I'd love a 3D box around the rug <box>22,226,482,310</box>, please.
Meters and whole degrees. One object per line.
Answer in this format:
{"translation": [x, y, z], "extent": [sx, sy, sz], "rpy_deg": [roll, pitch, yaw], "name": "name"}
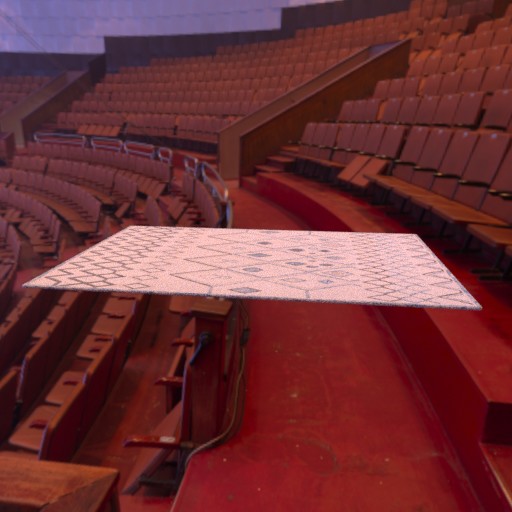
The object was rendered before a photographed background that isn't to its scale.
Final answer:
{"translation": [0.000, 0.000, 3.041], "extent": [2.439, 0.015, 1.524], "rpy_deg": [2, 17, 7], "name": "rug"}
